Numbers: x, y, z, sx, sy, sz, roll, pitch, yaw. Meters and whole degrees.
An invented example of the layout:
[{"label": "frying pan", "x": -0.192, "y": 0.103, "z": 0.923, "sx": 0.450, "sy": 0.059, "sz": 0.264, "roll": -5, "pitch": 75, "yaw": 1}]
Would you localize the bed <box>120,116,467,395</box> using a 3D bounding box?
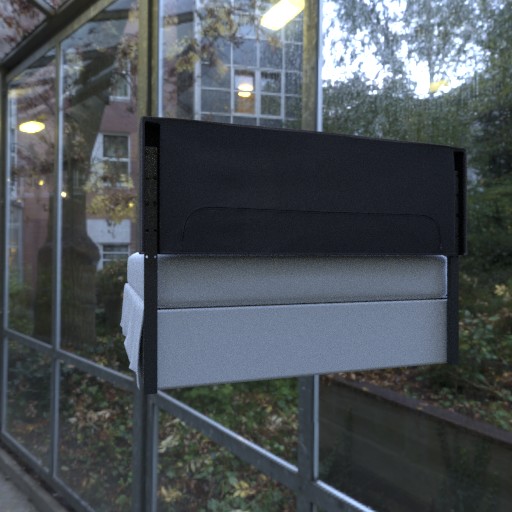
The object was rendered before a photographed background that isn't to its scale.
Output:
[{"label": "bed", "x": 0.000, "y": 0.000, "z": 2.833, "sx": 1.610, "sy": 1.089, "sz": 1.894, "roll": 0, "pitch": 0, "yaw": -19}]
